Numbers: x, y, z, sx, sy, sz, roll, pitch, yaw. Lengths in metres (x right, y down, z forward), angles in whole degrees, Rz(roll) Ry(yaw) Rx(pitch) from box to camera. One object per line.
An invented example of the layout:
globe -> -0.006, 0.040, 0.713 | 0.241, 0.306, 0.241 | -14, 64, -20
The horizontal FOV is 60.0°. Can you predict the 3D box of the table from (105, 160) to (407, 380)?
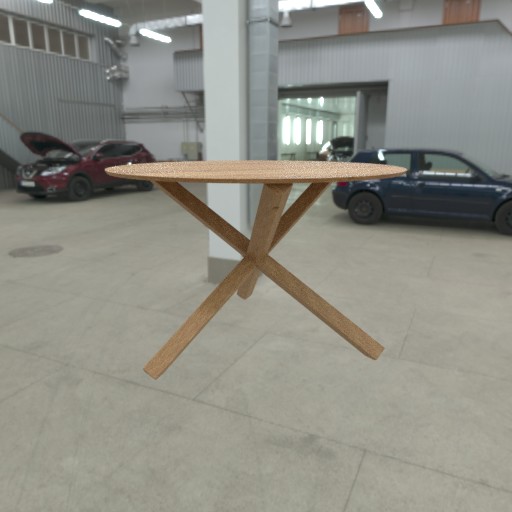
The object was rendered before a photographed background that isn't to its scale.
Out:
table -> 0.000, 0.000, 1.683 | 1.038, 0.666, 1.038 | 0, 15, 0
